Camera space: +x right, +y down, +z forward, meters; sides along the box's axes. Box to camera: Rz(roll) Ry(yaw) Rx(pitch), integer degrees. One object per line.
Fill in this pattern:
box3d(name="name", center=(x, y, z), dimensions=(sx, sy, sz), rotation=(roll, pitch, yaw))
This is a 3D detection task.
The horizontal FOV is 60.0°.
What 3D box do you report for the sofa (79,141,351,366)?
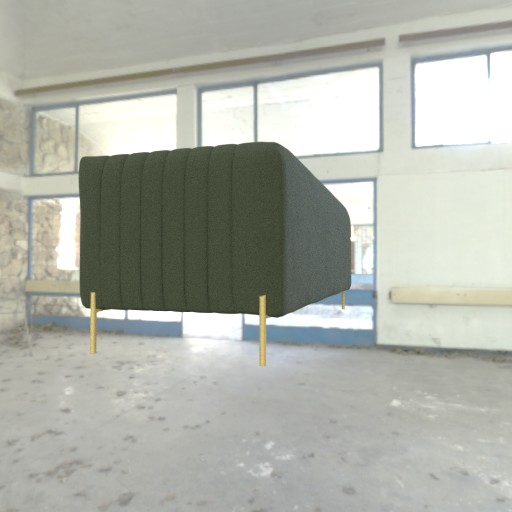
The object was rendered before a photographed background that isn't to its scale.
box3d(name="sofa", center=(0.000, 0.000, 2.614), dimensions=(0.896, 0.793, 2.137), rotation=(0, -1, 18))
